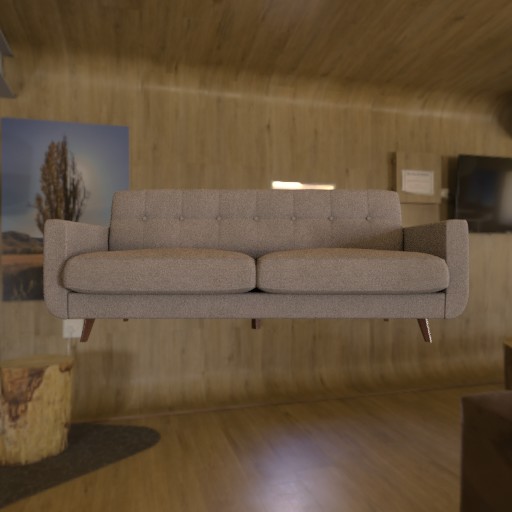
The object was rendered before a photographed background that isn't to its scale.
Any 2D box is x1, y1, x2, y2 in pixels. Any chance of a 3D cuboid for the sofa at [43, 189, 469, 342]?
[{"bbox_3d":[0.000,0.000,2.499,2.029,0.841,0.909,0,0,0],"label":"sofa"}]
